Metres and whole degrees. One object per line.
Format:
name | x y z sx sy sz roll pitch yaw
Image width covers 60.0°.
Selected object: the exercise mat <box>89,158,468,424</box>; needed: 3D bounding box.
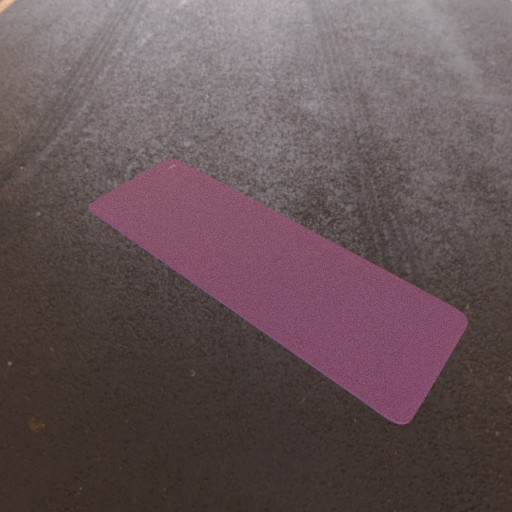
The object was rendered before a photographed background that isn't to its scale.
exercise mat | 0.000 0.000 2.116 1.869 0.021 0.616 31 54 26
